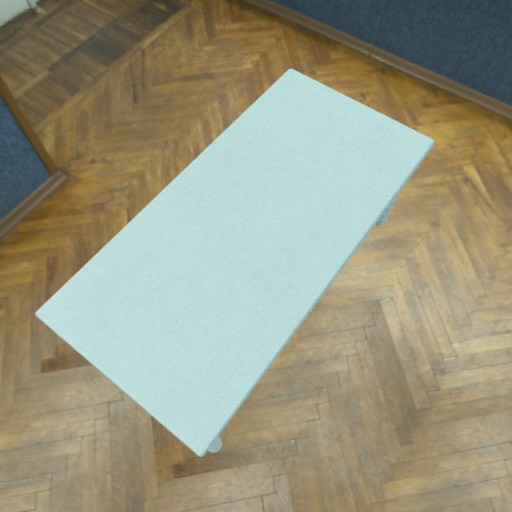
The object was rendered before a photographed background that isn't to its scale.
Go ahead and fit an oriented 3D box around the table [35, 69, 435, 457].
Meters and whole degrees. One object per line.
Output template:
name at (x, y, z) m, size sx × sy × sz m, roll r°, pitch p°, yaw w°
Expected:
table at (0.000, 0.000, 1.504) m, size 0.580 × 0.487 × 1.171 m, roll 34°, pitch 67°, yaw 16°
